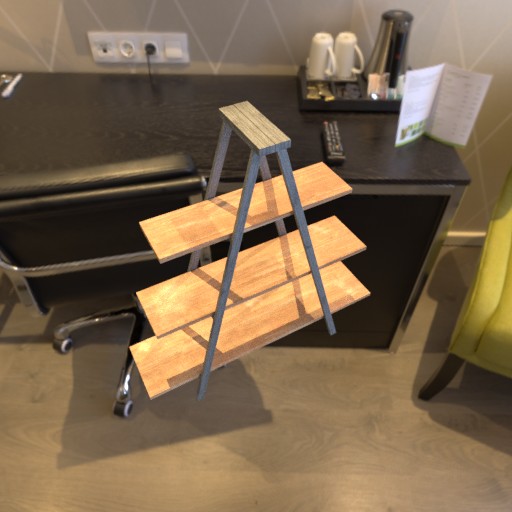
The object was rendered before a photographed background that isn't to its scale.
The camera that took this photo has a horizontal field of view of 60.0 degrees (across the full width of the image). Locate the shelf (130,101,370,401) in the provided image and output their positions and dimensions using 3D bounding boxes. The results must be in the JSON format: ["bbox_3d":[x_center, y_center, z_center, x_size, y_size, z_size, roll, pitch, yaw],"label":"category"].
[{"bbox_3d":[0.000,0.000,2.726,1.746,1.808,0.508,-22,50,-20],"label":"shelf"}]
